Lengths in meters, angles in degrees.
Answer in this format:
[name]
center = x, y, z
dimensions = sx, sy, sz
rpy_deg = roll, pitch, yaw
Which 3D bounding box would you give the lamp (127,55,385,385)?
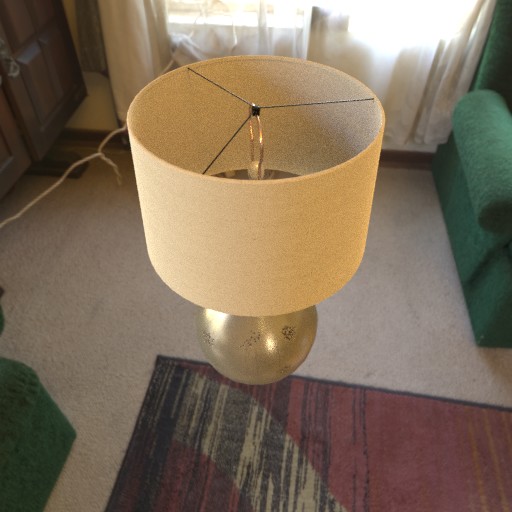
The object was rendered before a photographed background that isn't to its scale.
[lamp]
center = 0.000, 0.000, 0.723
dimensions = 0.330, 0.521, 0.330
rpy_deg = 0, 46, 0
